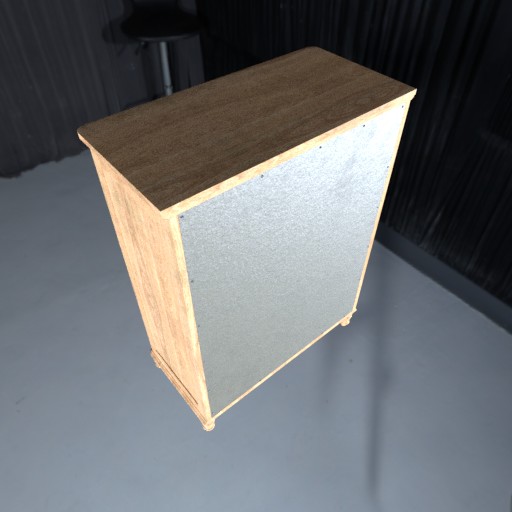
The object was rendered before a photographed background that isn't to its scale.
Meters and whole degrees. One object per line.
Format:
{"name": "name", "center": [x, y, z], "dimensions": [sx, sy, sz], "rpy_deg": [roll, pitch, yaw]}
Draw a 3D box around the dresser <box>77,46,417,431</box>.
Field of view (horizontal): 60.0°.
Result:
{"name": "dresser", "center": [0.000, 0.000, 1.841], "dimensions": [0.973, 1.318, 0.484], "rpy_deg": [-31, 53, -26]}
